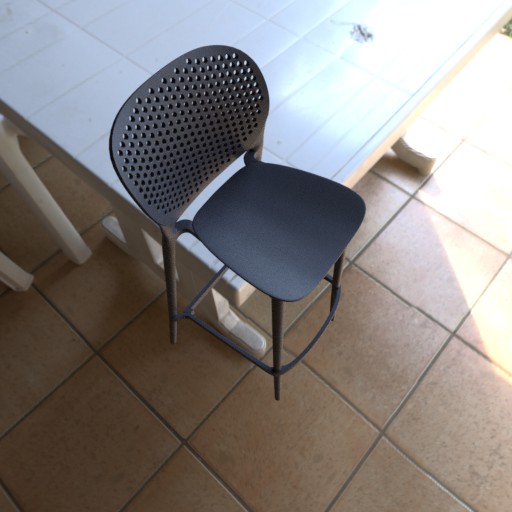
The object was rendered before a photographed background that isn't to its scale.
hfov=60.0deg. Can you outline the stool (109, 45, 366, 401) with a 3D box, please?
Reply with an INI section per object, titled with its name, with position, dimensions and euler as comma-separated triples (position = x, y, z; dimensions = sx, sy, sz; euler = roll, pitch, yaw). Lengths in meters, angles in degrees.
[stool]
position = 0.000, 0.000, 1.327
dimensions = 0.535, 1.045, 0.536
euler = 32, 65, 17
